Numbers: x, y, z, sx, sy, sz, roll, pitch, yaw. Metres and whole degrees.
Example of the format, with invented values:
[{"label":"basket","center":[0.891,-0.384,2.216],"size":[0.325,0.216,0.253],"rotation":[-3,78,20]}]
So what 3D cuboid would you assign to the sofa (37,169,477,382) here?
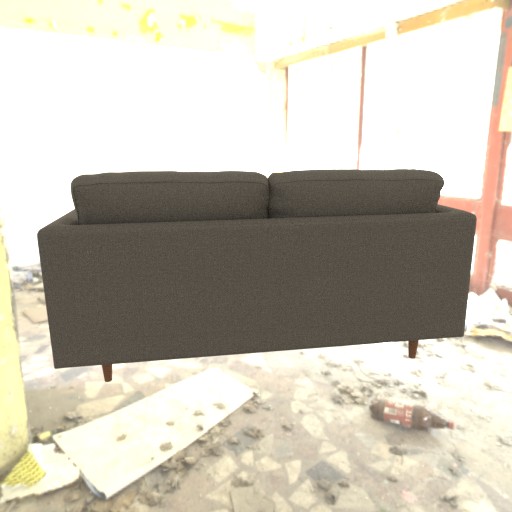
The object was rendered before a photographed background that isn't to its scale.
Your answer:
[{"label":"sofa","center":[0.000,0.000,2.178],"size":[1.713,0.866,0.940],"rotation":[-2,14,-8]}]
